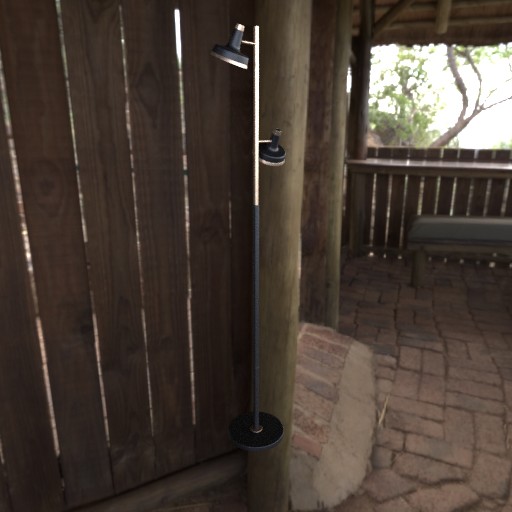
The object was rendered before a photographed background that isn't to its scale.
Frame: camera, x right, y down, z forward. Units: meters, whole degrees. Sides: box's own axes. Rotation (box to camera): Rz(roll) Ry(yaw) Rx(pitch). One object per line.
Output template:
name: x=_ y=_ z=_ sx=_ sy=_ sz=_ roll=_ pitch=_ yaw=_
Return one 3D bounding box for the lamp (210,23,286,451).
lamp: x=0.000 y=0.000 z=1.785 sx=0.351 sy=1.674 sz=0.253 roll=-16 pitch=22 yaw=-43
